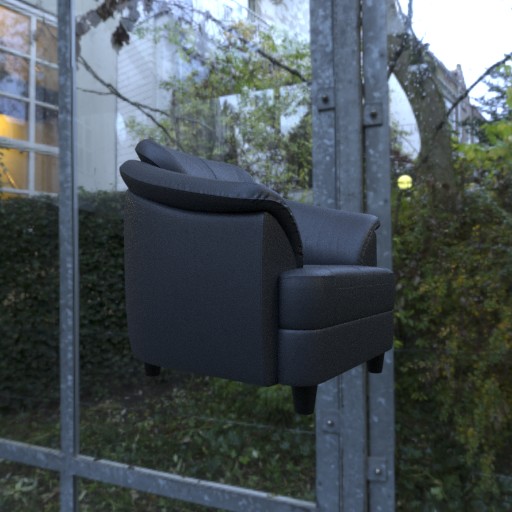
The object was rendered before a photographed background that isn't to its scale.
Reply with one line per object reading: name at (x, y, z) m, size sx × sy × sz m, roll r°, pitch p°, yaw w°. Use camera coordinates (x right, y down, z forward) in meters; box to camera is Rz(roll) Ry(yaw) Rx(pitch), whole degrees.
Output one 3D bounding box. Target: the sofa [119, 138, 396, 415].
sofa at (0.000, 0.000, 1.531) m, size 0.794 × 0.811 × 0.870 m, roll -1°, pitch -1°, yaw 35°
